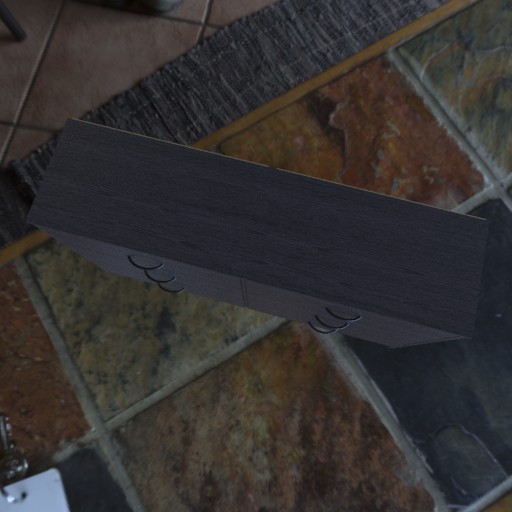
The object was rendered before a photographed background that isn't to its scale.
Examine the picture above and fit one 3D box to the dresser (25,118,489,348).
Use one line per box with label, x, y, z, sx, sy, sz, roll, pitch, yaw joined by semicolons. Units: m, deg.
dresser;0.000;0.000;1.707;1.360;0.755;0.401;14;76;4
